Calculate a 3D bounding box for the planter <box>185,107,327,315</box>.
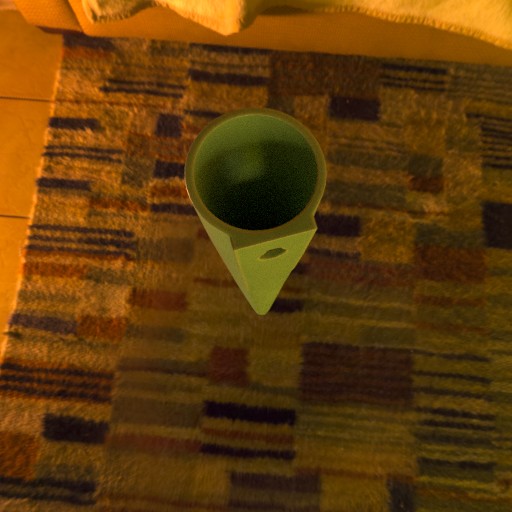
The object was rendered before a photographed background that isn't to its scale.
[{"bbox_3d":[0.000,0.000,0.298,0.054,0.268,0.055,-15,77,-4],"label":"planter"}]
